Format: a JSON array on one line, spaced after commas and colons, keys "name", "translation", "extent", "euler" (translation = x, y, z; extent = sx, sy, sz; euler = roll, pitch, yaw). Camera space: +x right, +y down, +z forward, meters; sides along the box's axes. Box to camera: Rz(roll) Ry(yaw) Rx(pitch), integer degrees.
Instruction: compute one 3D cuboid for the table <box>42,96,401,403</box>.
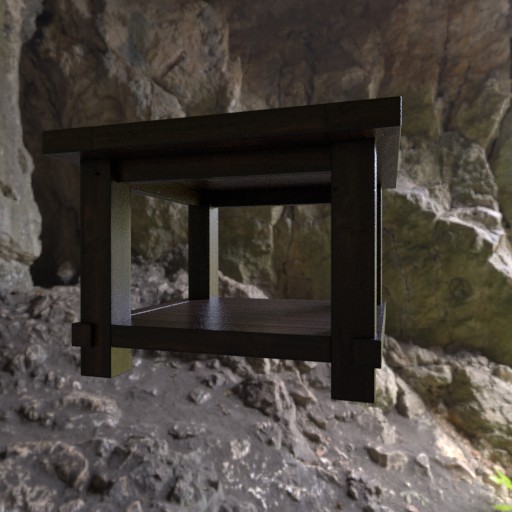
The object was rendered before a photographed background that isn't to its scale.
[{"name": "table", "translation": [0.000, 0.000, 0.973], "extent": [0.593, 0.437, 0.606], "euler": [0, 0, 17]}]
